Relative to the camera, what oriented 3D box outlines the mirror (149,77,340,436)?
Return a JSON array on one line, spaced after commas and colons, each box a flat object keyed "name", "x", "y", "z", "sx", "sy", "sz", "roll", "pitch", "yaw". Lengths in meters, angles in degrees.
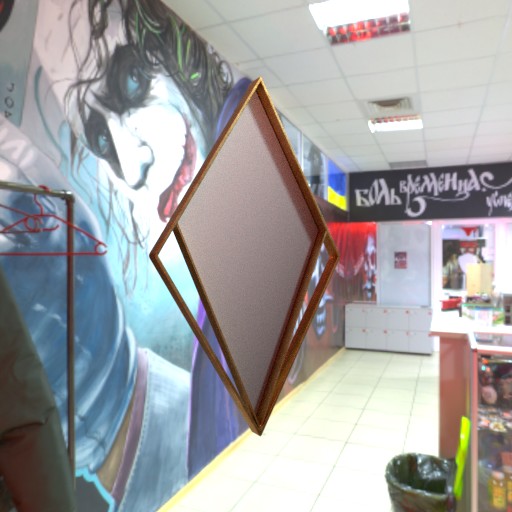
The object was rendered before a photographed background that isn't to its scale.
[{"name": "mirror", "x": 0.000, "y": 0.000, "z": 0.849, "sx": 0.419, "sy": 0.679, "sz": 0.032, "roll": 0, "pitch": -1, "yaw": -35}]
